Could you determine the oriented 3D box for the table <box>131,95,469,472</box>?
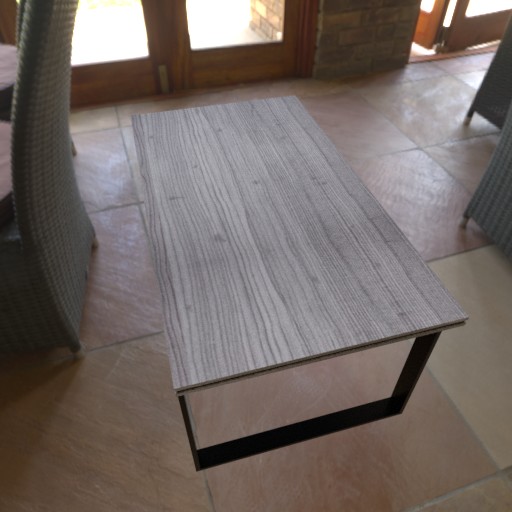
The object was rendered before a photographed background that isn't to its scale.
[{"bbox_3d":[0.000,0.000,2.038,0.881,0.736,1.579,-11,45,-11],"label":"table"}]
